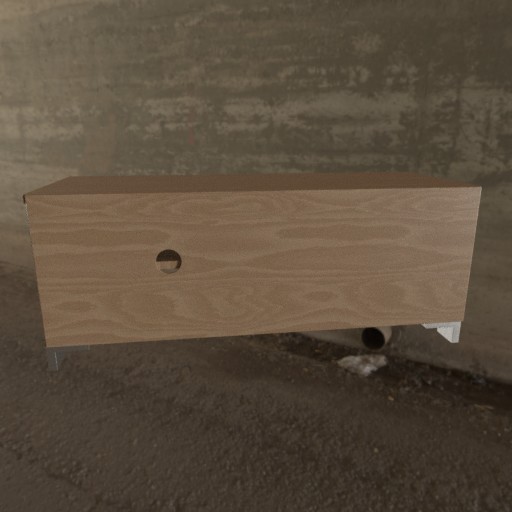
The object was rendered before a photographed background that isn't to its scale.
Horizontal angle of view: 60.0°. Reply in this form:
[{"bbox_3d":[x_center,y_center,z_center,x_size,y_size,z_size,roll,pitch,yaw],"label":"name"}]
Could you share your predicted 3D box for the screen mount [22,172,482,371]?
[{"bbox_3d":[0.000,0.000,1.284,1.084,0.432,0.406,-2,16,-8],"label":"screen mount"}]
